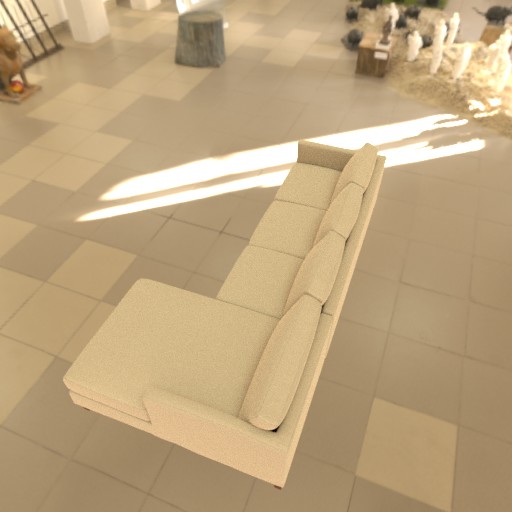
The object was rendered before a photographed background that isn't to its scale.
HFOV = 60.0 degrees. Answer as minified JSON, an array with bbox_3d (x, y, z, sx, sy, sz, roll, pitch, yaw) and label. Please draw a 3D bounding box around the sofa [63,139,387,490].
[{"bbox_3d":[0.000,0.000,3.830,1.625,0.861,3.186,15,47,15],"label":"sofa"}]
